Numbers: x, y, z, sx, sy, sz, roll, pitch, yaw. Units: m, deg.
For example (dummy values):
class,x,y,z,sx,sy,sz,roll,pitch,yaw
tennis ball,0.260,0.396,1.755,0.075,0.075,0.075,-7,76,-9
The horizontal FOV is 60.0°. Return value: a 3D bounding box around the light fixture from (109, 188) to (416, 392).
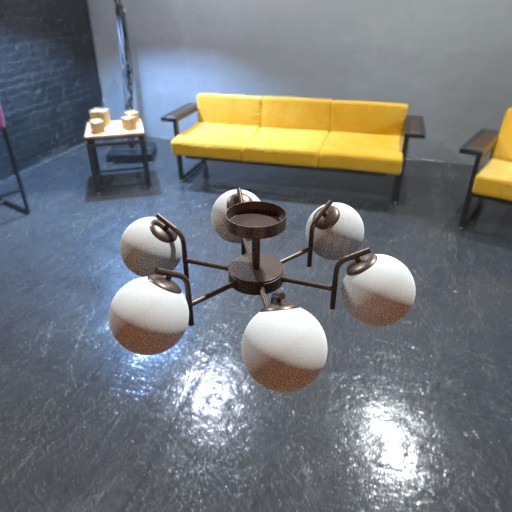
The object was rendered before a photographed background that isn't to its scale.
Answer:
class,x,y,z,sx,sy,sz,roll,pitch,yaw
light fixture,0.000,0.000,0.952,0.662,0.201,0.662,0,31,0
